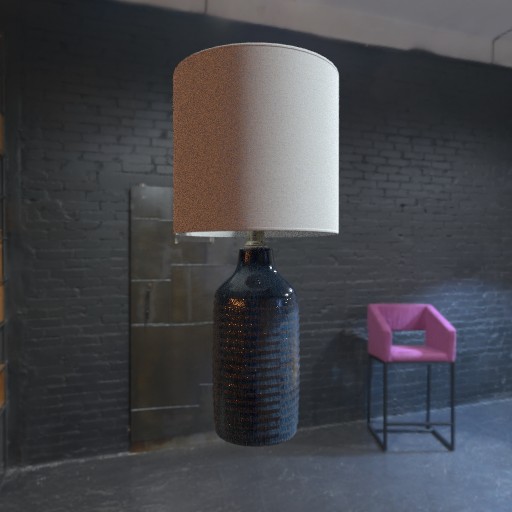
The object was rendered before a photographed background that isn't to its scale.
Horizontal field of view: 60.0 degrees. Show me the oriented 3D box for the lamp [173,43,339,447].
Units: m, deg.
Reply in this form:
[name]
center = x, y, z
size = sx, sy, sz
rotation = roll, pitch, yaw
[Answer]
[lamp]
center = 0.000, 0.000, 0.603
size = 0.220, 0.475, 0.220
rotation = 0, 0, -17
